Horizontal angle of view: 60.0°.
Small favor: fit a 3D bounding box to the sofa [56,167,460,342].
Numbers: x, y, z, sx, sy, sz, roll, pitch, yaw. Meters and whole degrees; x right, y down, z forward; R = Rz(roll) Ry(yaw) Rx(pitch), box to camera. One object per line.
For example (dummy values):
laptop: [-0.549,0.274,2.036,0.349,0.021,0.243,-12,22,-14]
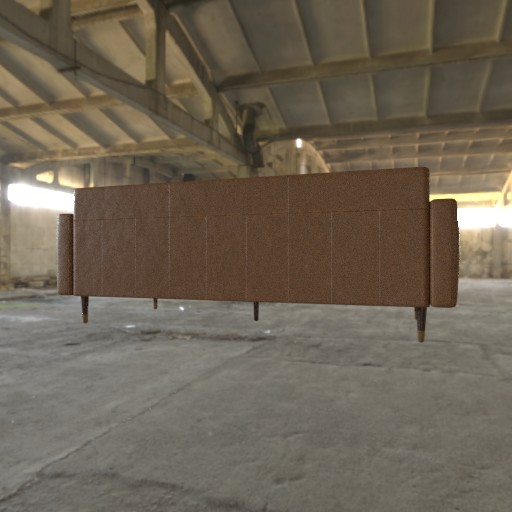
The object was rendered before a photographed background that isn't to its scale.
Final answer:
sofa: [0.000,0.000,2.784,2.291,0.821,0.990,0,0,19]
